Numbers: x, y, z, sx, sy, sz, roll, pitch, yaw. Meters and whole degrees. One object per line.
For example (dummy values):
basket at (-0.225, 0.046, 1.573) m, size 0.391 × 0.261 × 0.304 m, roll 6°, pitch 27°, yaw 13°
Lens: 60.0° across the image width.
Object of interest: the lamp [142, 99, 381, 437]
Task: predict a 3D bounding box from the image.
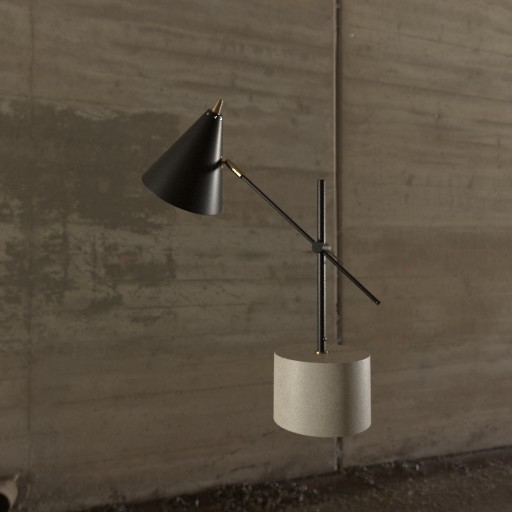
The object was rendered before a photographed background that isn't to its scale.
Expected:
lamp at (0.000, 0.000, 0.744) m, size 0.403 × 0.518 × 0.214 m, roll 0°, pitch -1°, yaw 35°
